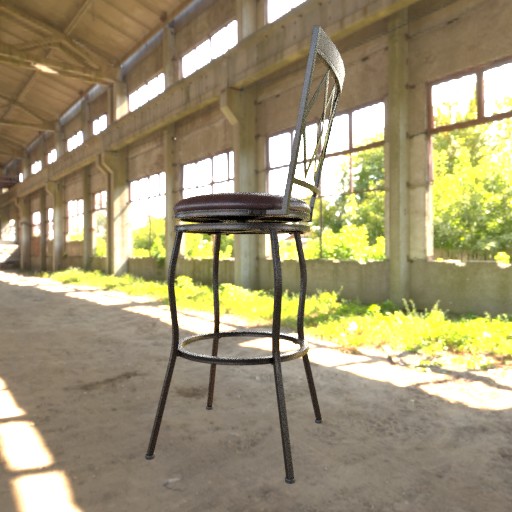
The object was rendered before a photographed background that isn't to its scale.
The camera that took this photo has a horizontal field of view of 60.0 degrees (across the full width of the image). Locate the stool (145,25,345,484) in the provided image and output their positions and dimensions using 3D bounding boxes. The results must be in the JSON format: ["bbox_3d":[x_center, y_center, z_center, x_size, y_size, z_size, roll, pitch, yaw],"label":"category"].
[{"bbox_3d":[0.000,0.000,1.355,0.521,1.134,0.432,0,1,18],"label":"stool"}]
